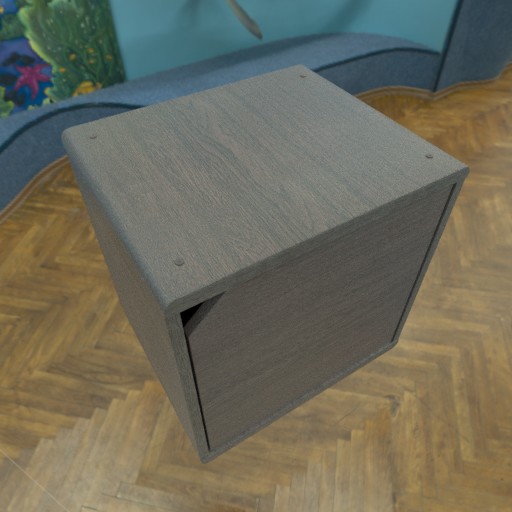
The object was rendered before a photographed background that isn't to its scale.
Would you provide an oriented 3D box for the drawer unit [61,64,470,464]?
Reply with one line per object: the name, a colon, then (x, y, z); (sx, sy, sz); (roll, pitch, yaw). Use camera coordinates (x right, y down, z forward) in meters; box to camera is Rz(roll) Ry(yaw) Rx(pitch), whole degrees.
drawer unit: (0.000, 0.000, 0.599); (0.344, 0.344, 0.290); (-24, 51, -21)
